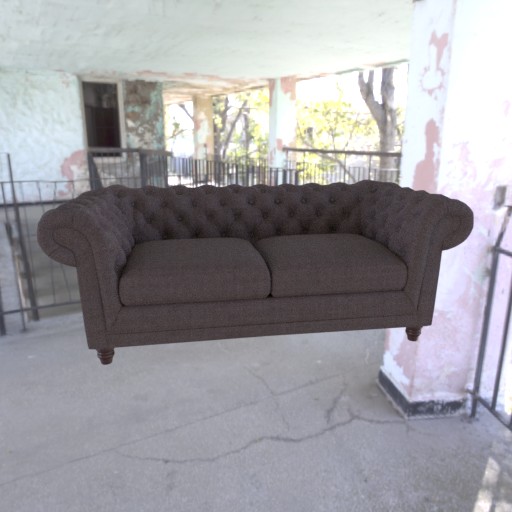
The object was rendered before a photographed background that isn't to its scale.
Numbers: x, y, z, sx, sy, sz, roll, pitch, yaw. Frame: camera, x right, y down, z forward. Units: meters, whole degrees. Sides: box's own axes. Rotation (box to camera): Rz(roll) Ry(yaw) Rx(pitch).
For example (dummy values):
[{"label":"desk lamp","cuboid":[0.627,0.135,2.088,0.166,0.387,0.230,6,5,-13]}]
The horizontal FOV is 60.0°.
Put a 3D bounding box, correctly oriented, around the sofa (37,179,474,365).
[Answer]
[{"label":"sofa","cuboid":[0.000,0.000,2.525,2.048,0.780,0.944,-2,15,-9]}]
